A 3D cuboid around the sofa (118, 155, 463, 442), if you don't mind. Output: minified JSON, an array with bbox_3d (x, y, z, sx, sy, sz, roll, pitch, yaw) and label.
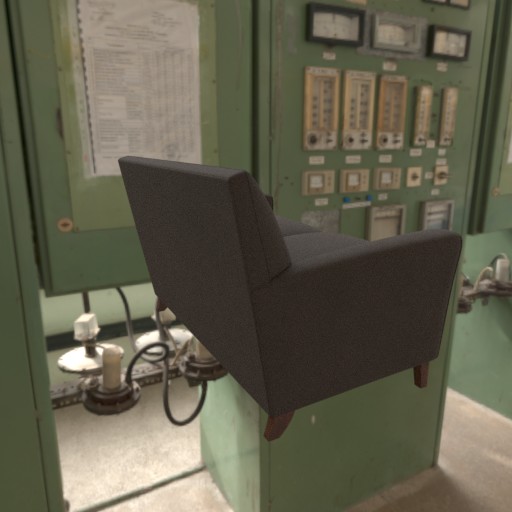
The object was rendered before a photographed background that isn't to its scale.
[{"bbox_3d":[0.000,0.000,1.967,0.871,0.846,1.420,-8,16,-27],"label":"sofa"}]
